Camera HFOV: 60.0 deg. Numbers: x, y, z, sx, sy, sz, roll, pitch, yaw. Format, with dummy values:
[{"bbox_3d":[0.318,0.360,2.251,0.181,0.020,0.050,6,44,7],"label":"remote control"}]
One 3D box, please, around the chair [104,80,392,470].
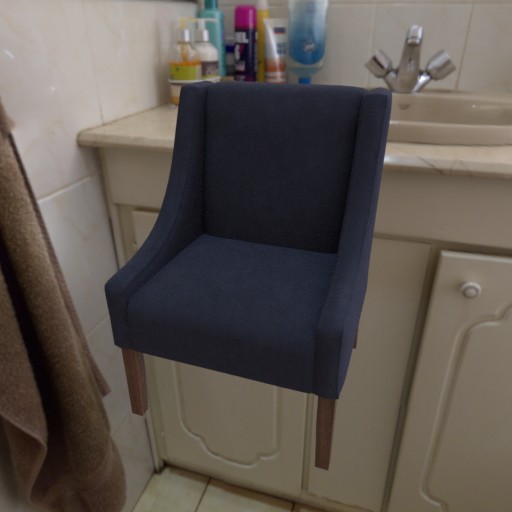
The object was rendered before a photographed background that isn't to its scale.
[{"bbox_3d":[0.000,0.000,1.293,0.629,0.895,0.629,9,29,17],"label":"chair"}]
